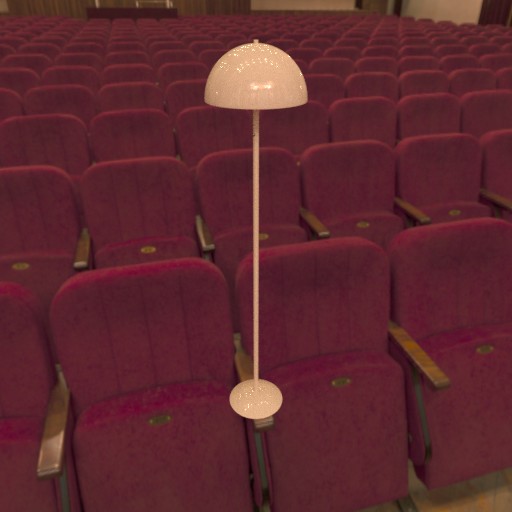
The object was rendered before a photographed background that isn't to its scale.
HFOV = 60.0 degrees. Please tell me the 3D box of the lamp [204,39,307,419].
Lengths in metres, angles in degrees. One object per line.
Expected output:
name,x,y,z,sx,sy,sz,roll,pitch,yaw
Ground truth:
lamp,0.000,0.000,1.686,0.328,1.480,0.328,-7,29,-13
